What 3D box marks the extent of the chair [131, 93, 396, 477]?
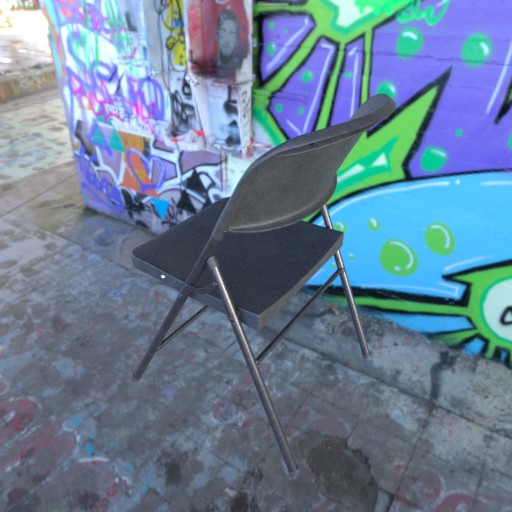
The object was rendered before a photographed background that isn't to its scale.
[{"bbox_3d":[0.000,0.000,1.138,0.567,0.810,0.494,19,37,28],"label":"chair"}]
